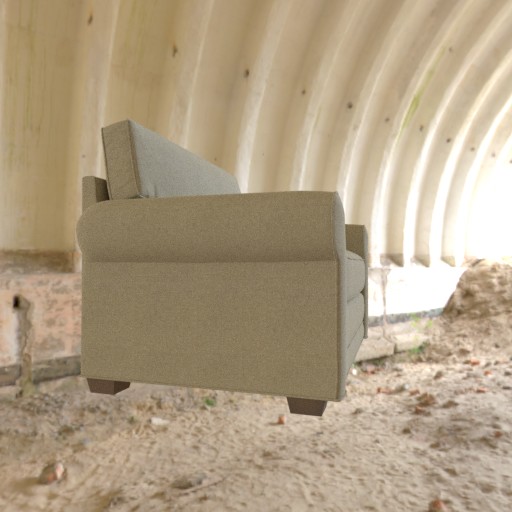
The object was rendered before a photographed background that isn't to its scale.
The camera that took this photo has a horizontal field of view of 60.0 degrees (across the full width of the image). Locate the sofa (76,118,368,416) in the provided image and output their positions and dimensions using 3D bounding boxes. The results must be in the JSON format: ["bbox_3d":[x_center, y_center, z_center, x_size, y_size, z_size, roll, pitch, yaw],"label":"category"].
[{"bbox_3d":[0.000,0.000,2.039,0.936,0.991,1.405,0,-1,18],"label":"sofa"}]
